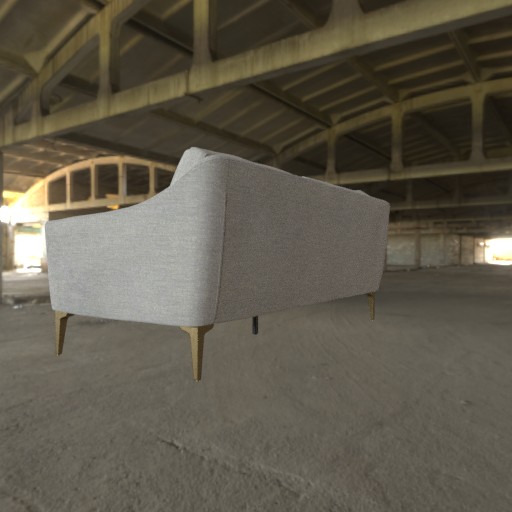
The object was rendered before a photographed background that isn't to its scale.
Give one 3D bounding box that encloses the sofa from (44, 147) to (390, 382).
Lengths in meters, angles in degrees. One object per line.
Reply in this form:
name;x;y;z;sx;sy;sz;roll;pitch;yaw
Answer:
sofa;0.000;0.000;2.579;0.980;0.913;2.036;0;1;35
